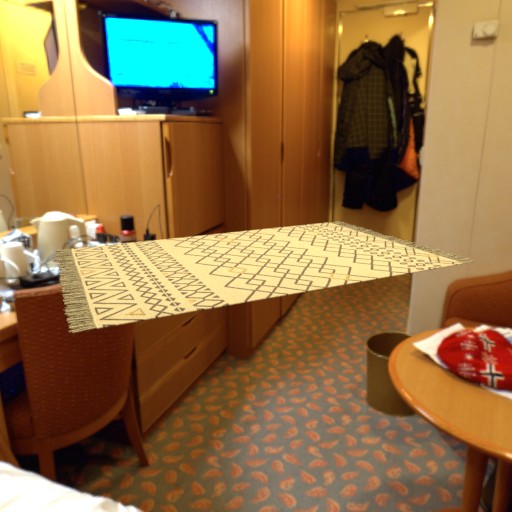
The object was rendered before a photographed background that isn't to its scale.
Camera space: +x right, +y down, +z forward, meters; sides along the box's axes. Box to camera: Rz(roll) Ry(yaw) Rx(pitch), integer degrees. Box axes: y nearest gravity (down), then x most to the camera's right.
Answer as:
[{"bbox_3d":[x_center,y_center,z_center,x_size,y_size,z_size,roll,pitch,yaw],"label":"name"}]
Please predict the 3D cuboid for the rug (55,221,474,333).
[{"bbox_3d":[0.000,0.000,3.014,2.472,0.035,1.495,-7,17,-25],"label":"rug"}]
